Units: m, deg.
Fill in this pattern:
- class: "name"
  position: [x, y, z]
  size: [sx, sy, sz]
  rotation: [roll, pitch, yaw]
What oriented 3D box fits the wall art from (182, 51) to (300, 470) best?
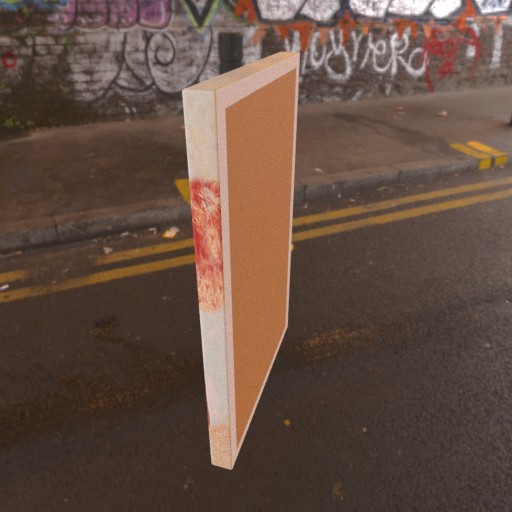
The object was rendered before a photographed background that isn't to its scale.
- class: "wall art"
  position: [0.000, 0.000, 0.767]
  size: [0.038, 0.610, 0.401]
  rotation: [9, 31, 15]
